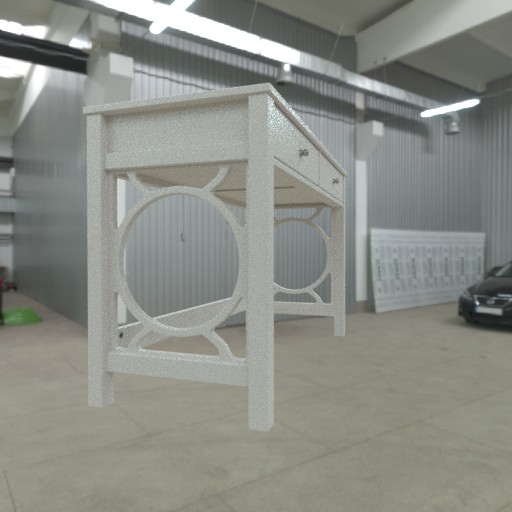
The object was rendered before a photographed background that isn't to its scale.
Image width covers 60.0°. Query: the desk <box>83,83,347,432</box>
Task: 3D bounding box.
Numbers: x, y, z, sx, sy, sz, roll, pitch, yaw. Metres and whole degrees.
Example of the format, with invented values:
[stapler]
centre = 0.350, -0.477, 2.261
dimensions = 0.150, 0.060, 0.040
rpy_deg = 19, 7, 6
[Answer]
[desk]
centre = 0.000, 0.000, 1.596
dimensions = 0.504, 0.762, 1.191
rpy_deg = 0, 1, 19
